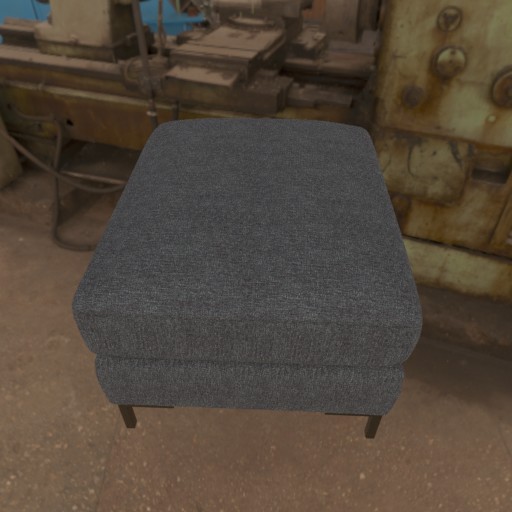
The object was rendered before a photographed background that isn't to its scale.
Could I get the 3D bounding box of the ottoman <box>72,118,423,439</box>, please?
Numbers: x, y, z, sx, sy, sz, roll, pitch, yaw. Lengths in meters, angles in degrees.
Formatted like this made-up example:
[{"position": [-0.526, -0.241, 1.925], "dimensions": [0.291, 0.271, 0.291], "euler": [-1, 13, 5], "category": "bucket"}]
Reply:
[{"position": [0.000, 0.000, 1.275], "dimensions": [0.695, 0.533, 0.831], "euler": [2, 41, 2], "category": "ottoman"}]
